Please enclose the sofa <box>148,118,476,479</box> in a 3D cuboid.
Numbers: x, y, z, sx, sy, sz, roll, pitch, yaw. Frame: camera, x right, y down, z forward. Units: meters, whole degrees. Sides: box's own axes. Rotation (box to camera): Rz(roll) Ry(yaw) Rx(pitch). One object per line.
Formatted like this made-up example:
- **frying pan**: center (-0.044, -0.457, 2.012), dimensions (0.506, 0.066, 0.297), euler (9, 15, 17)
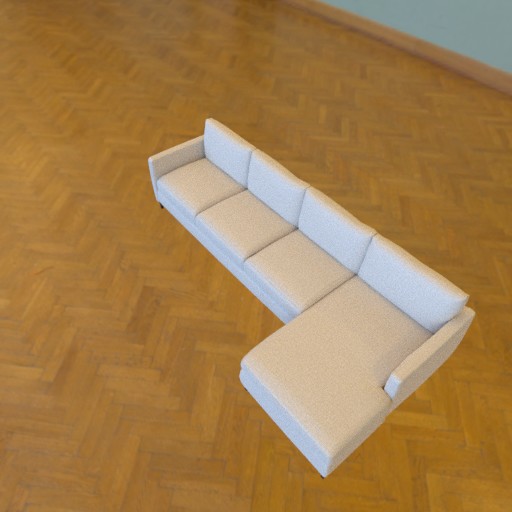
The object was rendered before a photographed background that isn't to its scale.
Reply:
- **sofa**: center (0.000, 0.000, 3.229), dimensions (1.258, 0.755, 2.731), euler (-30, 54, -26)
